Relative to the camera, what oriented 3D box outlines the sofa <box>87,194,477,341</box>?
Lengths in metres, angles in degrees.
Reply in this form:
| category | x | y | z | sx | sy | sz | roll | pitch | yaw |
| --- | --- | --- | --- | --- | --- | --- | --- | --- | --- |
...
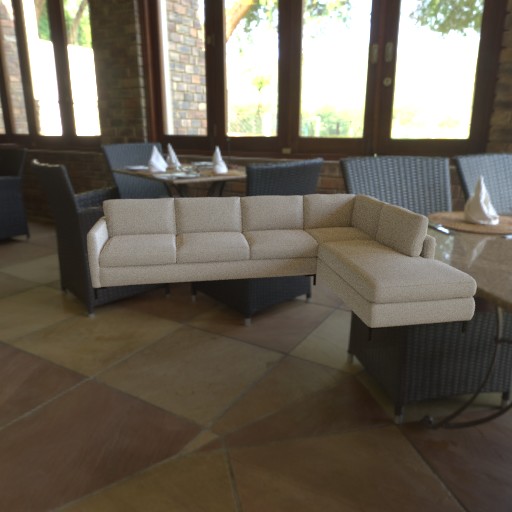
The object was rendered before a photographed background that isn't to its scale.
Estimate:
| category | x | y | z | sx | sy | sz | roll | pitch | yaw |
| --- | --- | --- | --- | --- | --- | --- | --- | --- | --- |
| sofa | 0.000 | 0.000 | 3.903 | 2.949 | 0.815 | 2.007 | -3 | 16 | -9 |
